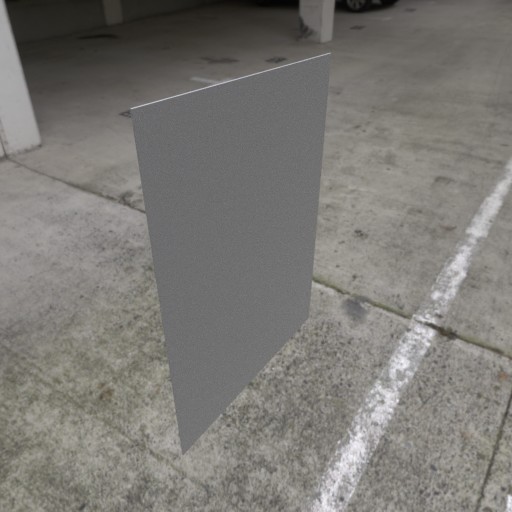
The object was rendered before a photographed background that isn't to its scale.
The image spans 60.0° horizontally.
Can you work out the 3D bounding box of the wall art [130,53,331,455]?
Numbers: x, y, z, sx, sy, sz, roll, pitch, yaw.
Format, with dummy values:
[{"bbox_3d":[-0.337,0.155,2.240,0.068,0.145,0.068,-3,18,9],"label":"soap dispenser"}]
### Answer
[{"bbox_3d":[0.000,0.000,0.788,0.003,0.609,0.457,21,38,29],"label":"wall art"}]
